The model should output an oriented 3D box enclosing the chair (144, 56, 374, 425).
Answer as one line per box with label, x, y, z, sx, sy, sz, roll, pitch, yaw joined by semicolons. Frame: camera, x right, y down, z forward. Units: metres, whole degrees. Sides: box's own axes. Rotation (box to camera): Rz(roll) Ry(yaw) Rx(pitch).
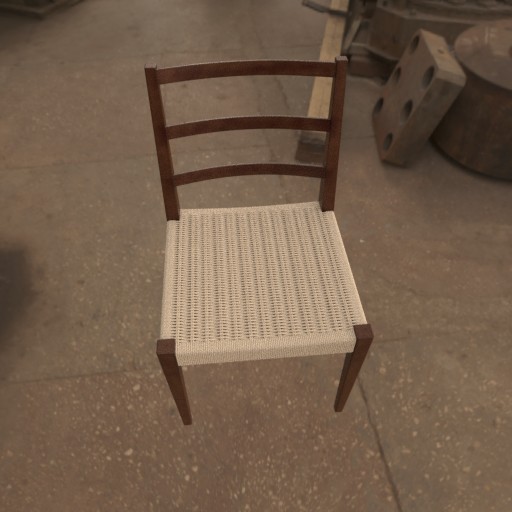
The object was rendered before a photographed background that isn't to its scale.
chair;0.000;0.000;1.159;0.480;0.813;0.551;-4;47;-3
